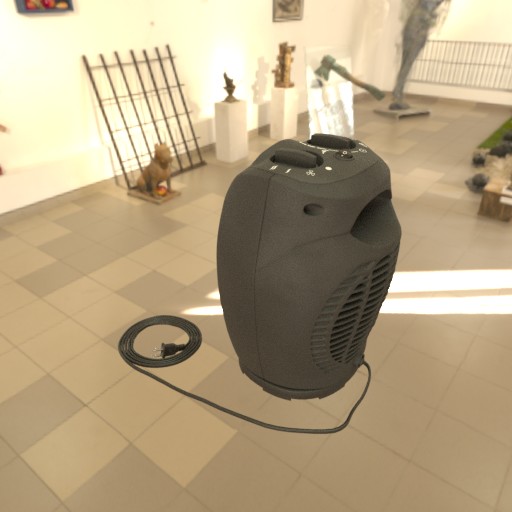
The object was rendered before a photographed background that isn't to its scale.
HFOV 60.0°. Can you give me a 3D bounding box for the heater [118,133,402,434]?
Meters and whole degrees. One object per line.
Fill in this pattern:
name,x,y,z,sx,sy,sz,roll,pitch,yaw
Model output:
heater,0.000,0.000,0.482,0.291,0.255,0.239,21,36,32
